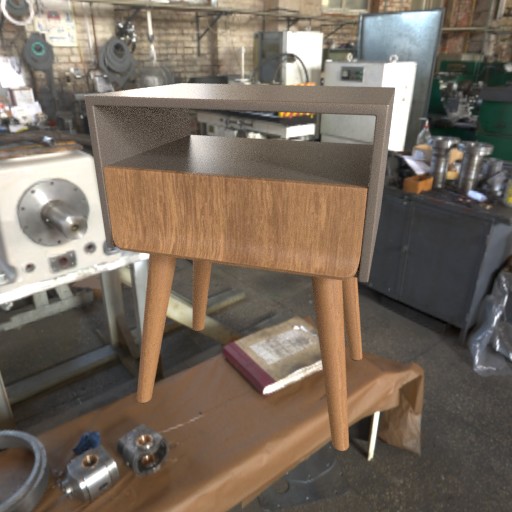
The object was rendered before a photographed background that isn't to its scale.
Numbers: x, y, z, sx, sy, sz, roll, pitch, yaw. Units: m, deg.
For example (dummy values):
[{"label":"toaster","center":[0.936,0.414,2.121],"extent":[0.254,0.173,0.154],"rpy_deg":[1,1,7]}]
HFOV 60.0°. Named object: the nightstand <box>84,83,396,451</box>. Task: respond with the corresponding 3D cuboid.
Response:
[{"label":"nightstand","center":[0.000,0.000,0.727],"extent":[0.370,0.508,0.288],"rpy_deg":[7,25,16]}]
